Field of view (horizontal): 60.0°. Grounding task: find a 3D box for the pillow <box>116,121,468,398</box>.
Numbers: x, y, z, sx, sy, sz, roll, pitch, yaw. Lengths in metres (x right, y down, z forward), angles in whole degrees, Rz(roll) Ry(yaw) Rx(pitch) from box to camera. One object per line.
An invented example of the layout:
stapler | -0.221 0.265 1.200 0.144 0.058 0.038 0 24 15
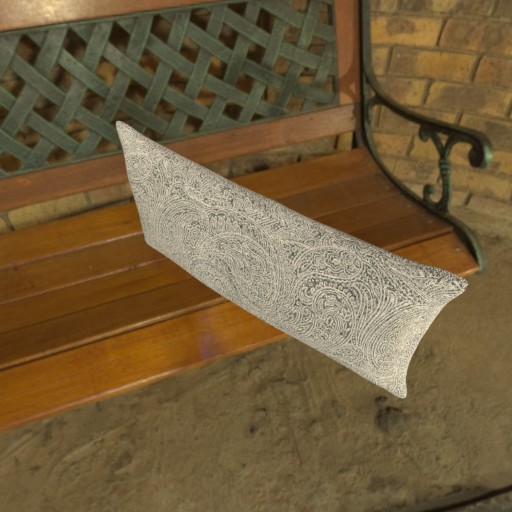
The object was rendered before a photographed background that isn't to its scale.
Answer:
pillow | 0.000 0.000 0.745 0.615 0.295 0.151 29 52 25
